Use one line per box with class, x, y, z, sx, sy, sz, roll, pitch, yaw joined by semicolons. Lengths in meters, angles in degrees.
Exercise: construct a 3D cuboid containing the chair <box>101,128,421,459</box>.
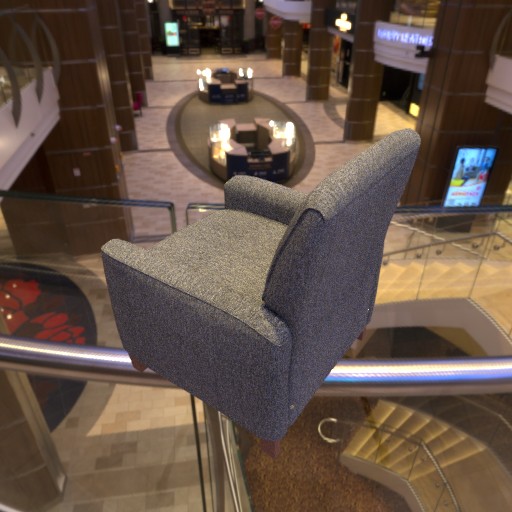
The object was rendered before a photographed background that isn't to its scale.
chair;0.000;0.000;1.670;0.864;1.014;0.848;21;38;29
